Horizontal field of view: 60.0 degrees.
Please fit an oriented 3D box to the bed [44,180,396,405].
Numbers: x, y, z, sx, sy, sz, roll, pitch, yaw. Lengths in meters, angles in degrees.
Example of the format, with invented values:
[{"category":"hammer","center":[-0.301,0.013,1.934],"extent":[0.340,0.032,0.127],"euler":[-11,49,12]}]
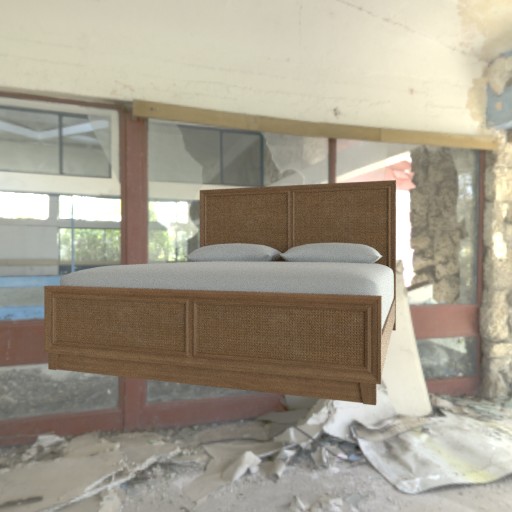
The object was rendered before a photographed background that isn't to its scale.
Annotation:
[{"category":"bed","center":[0.000,0.000,3.432],"extent":[2.003,1.387,2.184],"euler":[0,1,19]}]
